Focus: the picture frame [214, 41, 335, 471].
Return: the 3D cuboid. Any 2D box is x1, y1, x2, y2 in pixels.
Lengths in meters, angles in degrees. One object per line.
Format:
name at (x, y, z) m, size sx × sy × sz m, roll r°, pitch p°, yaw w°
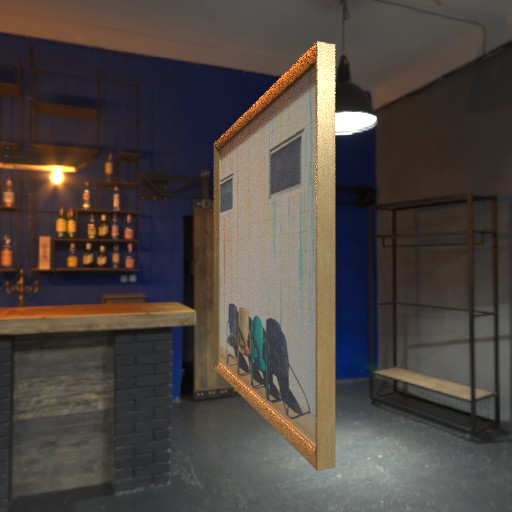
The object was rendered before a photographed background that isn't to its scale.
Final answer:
picture frame at (0.000, 0.000, 1.148) m, size 0.037 × 0.761 × 0.758 m, roll 0°, pitch 0°, yaw -19°
